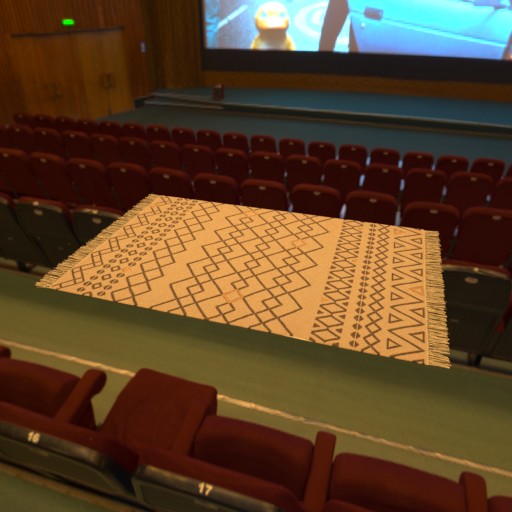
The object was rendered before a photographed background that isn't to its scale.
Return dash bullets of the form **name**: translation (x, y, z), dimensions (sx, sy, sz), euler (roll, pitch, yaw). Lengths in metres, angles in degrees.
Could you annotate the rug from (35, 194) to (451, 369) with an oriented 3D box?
- **rug**: translation (0.000, 0.000, 2.518), dimensions (2.023, 0.028, 1.224), euler (9, 32, 15)
